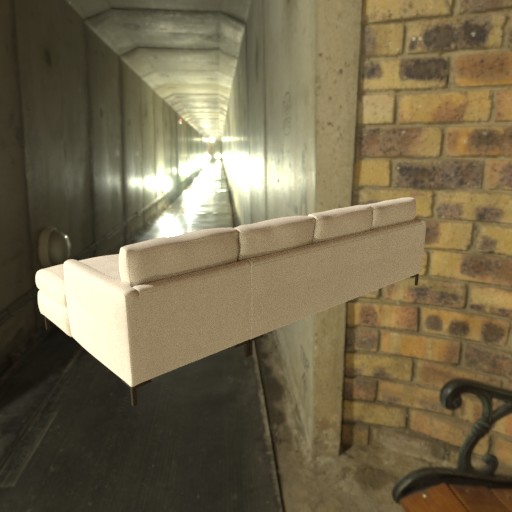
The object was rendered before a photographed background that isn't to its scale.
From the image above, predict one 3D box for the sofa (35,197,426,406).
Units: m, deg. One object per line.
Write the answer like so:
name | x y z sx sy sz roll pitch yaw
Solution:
sofa | 0.000 0.000 2.932 2.445 0.677 1.126 -13 20 -40
